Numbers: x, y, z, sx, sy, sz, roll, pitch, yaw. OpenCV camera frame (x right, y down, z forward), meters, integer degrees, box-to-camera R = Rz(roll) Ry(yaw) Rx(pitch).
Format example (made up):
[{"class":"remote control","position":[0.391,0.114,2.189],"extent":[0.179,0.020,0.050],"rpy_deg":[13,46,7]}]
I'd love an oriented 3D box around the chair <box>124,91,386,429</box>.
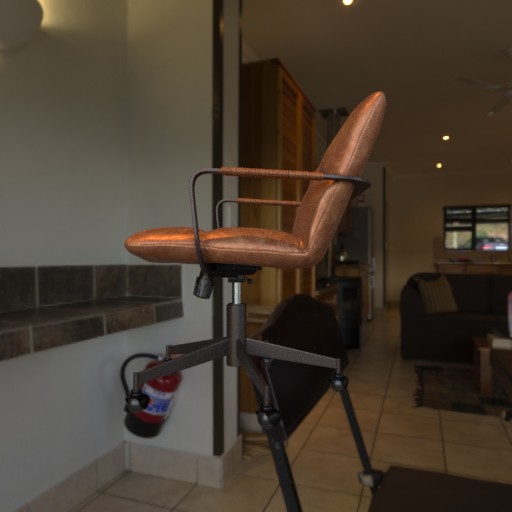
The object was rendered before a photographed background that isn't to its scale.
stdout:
[{"class":"chair","position":[0.000,0.000,1.505],"extent":[0.754,0.922,0.727],"rpy_deg":[0,0,2]}]
